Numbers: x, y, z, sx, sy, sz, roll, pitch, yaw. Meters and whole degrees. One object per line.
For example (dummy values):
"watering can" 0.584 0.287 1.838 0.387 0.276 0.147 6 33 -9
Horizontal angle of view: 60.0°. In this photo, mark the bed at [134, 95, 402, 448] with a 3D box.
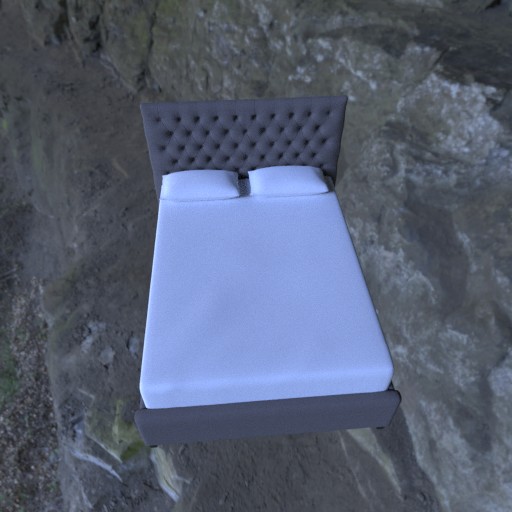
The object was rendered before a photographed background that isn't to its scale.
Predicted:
"bed" 0.000 0.000 3.335 1.696 1.426 2.233 -3 46 -3
